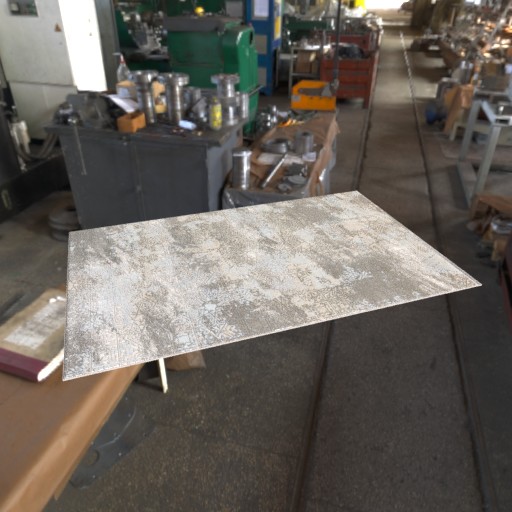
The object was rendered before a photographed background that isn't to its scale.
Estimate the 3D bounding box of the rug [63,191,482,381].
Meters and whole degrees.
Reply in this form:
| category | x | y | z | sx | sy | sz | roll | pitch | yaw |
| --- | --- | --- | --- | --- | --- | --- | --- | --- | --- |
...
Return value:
| category | x | y | z | sx | sy | sz | roll | pitch | yaw |
| --- | --- | --- | --- | --- | --- | --- | --- | --- | --- |
| rug | 0.000 | 0.000 | 3.028 | 2.431 | 0.012 | 1.536 | -10 | 33 | -16 |
